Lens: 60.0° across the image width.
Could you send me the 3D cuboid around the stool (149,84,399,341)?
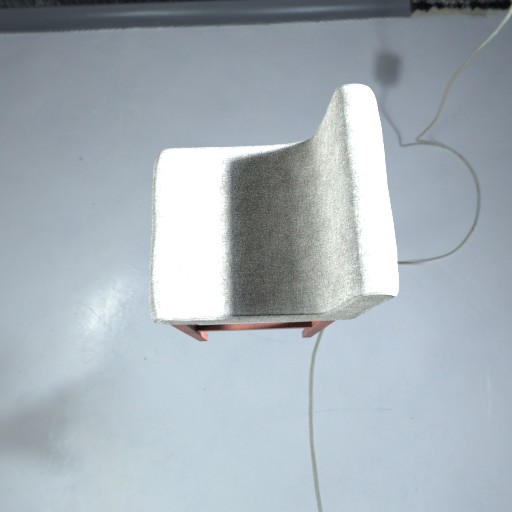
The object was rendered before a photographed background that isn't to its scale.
[{"bbox_3d":[0.000,0.000,1.264,0.499,0.965,0.426,-2,74,-1],"label":"stool"}]
